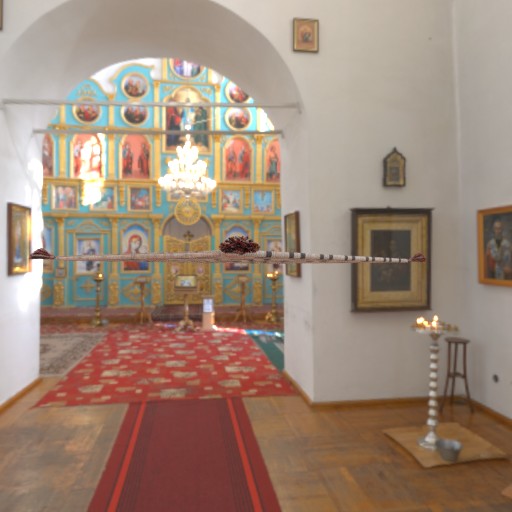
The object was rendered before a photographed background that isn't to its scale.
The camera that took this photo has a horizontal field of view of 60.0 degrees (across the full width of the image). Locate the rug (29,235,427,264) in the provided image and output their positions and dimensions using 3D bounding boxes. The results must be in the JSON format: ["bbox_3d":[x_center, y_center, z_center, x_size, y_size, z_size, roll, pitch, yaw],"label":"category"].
[{"bbox_3d":[0.000,0.000,2.643,1.444,0.067,2.069,-1,-2,36],"label":"rug"}]
